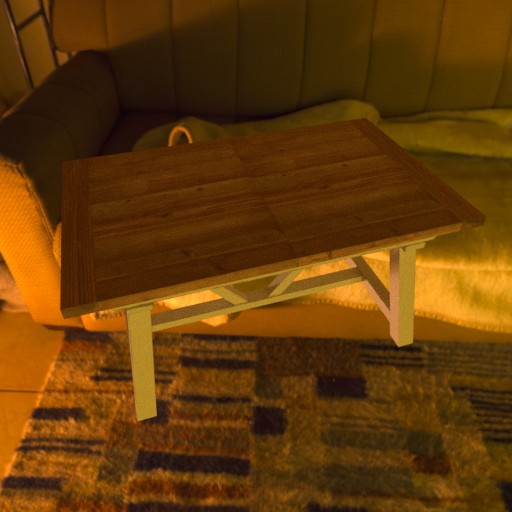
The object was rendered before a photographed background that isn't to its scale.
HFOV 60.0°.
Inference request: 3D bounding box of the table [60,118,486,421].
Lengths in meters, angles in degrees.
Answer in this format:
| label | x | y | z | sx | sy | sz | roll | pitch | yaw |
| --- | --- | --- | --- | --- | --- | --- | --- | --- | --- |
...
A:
| label | x | y | z | sx | sy | sz | roll | pitch | yaw |
| --- | --- | --- | --- | --- | --- | --- | --- | --- | --- |
| table | 0.000 | 0.000 | 2.046 | 1.503 | 0.743 | 0.922 | -12 | 42 | -13 |
